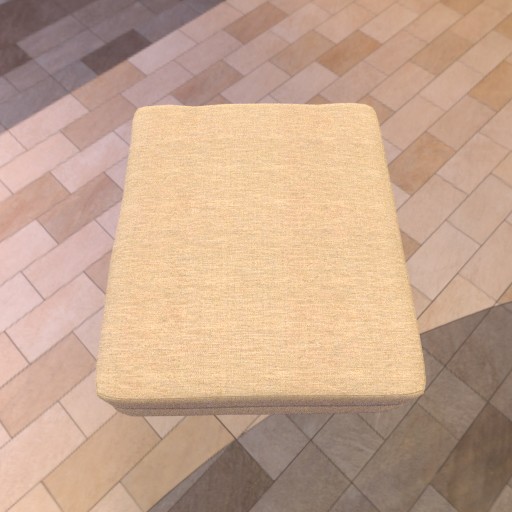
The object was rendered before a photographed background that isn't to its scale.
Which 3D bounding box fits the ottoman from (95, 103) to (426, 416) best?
[{"bbox_3d":[0.000,0.000,1.454,0.836,0.492,0.976,-1,63,0],"label":"ottoman"}]
